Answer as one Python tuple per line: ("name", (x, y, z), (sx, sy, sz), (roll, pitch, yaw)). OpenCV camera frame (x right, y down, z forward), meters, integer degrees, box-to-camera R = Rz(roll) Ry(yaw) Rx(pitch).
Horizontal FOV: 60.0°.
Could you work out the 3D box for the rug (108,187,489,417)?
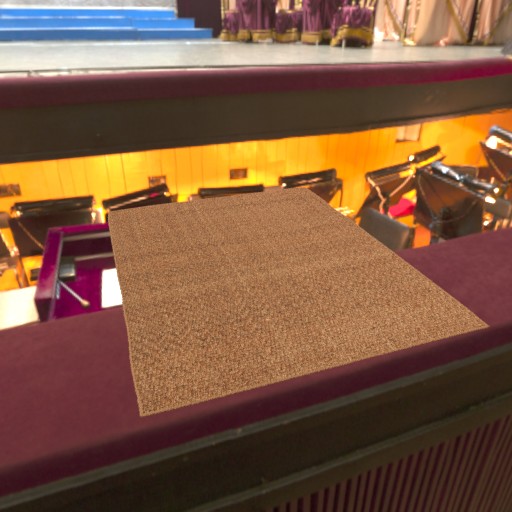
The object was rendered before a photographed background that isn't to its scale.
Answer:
("rug", (0.000, 0.000, 4.015), (2.439, 0.013, 3.048), (-10, 30, -17))
